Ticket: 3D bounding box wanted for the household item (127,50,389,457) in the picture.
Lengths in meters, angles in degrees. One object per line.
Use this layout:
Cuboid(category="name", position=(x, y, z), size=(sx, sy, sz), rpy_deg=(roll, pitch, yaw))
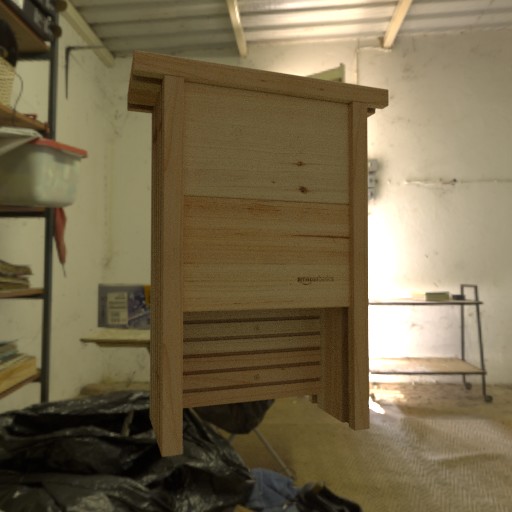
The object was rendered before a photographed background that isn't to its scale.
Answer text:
Cuboid(category="household item", position=(0.000, 0.000, 0.544), size=(0.301, 0.407, 0.123), rpy_deg=(1, -2, -19))
